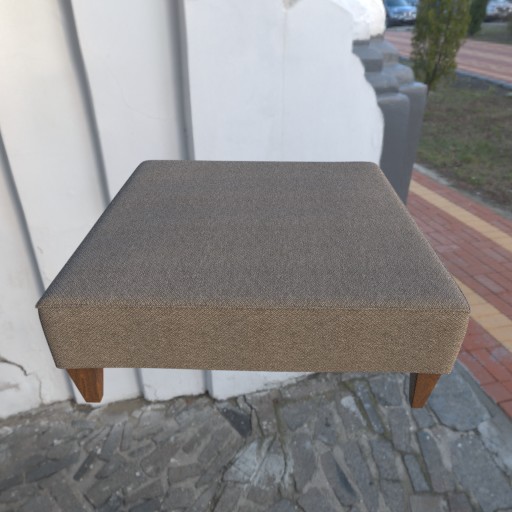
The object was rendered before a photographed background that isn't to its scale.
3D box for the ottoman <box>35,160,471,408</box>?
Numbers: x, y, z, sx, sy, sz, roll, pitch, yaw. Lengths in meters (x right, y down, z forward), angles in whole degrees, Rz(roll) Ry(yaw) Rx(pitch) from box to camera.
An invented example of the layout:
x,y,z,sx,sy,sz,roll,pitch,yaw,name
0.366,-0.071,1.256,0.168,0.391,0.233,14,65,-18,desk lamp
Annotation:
x,y,z,sx,sy,sz,roll,pitch,yaw,name
0.000,0.000,1.456,0.970,0.378,0.981,1,31,1,ottoman
